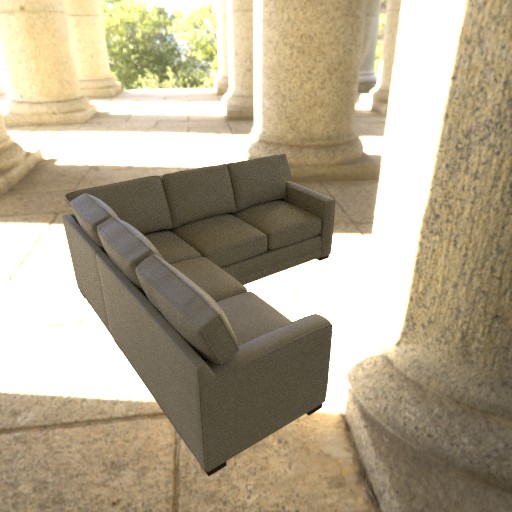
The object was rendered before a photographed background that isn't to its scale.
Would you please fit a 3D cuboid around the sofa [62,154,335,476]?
[{"bbox_3d":[0.000,0.000,3.351,2.211,0.936,2.188,-19,33,-32],"label":"sofa"}]
